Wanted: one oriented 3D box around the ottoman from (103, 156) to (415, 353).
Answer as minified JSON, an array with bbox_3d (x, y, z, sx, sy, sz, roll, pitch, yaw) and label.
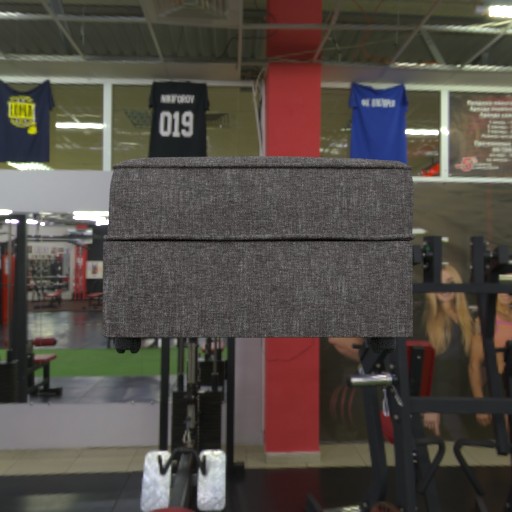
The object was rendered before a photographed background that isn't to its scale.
[{"bbox_3d":[0.000,0.000,1.557,0.717,0.487,1.184,0,-1,0],"label":"ottoman"}]
